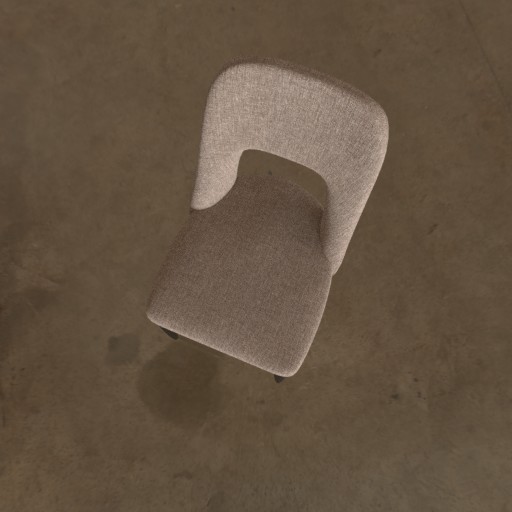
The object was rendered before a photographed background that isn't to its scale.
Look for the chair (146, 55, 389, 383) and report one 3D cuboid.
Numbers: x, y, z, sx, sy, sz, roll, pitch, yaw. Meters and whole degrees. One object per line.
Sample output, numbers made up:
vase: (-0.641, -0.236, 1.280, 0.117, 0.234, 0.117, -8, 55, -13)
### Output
chair: (0.000, 0.000, 1.279, 0.470, 0.931, 0.612, 22, 76, 6)
